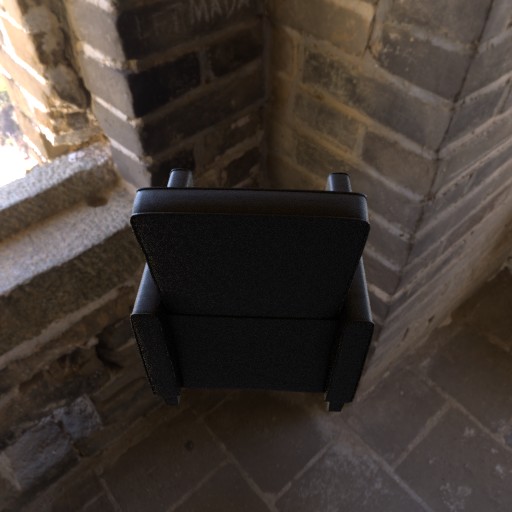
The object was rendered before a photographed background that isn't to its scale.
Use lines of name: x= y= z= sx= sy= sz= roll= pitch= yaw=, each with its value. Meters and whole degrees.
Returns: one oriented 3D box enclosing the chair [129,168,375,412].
chair: x=0.000 y=0.000 z=1.518 sx=0.705 sy=1.013 sz=0.746 roll=2 pitch=45 yaw=2
